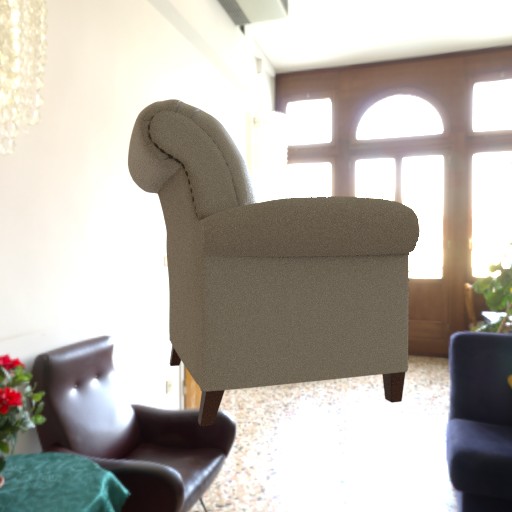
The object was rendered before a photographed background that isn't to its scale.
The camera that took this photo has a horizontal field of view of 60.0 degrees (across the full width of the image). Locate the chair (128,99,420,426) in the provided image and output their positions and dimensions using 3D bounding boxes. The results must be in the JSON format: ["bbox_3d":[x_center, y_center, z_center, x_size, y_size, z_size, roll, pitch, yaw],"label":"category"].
[{"bbox_3d":[0.000,0.000,1.626,0.890,0.927,0.854,0,1,-18],"label":"chair"}]
